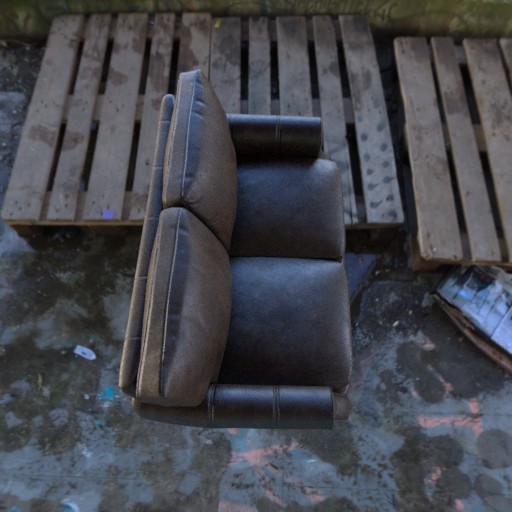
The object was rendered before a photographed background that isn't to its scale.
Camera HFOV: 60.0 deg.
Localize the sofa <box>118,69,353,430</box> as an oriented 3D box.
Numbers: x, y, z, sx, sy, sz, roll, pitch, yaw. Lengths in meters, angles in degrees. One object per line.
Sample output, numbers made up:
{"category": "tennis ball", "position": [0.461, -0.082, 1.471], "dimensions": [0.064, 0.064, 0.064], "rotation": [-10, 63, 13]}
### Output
{"category": "sofa", "position": [0.000, 0.000, 2.199], "dimensions": [0.990, 0.976, 1.616], "rotation": [1, 65, 1]}
